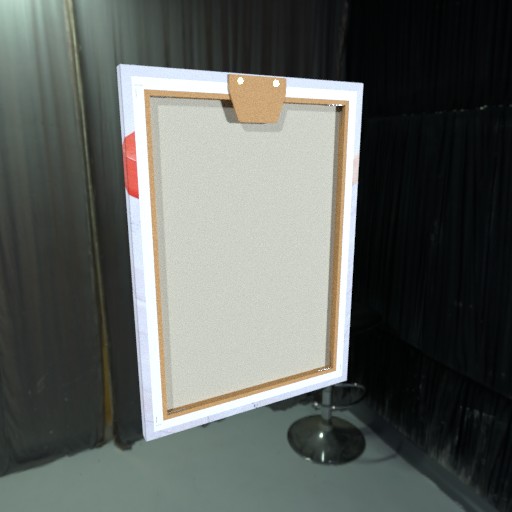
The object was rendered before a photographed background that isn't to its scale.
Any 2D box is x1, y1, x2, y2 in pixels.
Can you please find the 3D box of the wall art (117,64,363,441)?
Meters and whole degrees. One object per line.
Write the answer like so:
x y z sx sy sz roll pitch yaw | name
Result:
0.000 0.000 1.114 0.613 0.848 0.036 -7 16 -27 | wall art
